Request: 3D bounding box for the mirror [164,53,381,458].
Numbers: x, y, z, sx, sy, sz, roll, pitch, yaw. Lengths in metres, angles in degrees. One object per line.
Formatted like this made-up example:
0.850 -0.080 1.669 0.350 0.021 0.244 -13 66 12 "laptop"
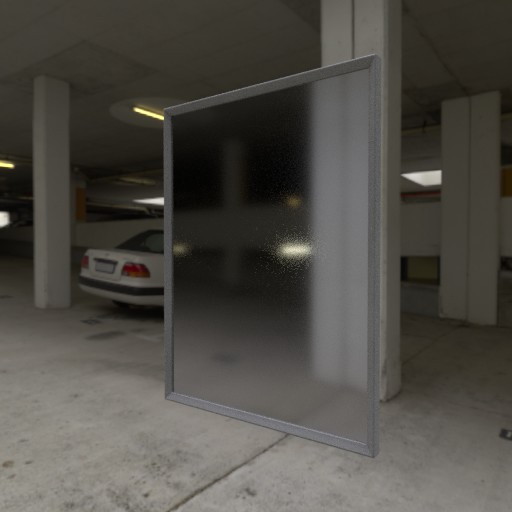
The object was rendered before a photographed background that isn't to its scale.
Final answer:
0.000 0.000 1.348 0.762 1.016 0.041 1 1 35 "mirror"
